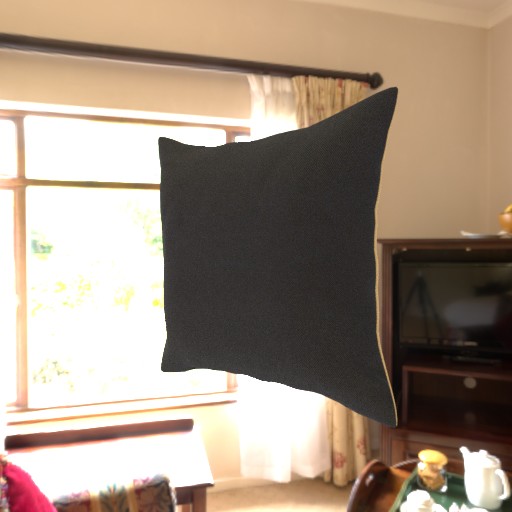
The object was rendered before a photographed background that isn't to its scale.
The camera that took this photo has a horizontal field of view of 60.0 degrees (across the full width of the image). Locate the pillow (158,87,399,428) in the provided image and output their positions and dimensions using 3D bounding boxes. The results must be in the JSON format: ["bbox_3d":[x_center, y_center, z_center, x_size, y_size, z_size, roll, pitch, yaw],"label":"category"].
[{"bbox_3d":[0.000,0.000,0.723,0.463,0.454,0.173,1,1,36],"label":"pillow"}]
